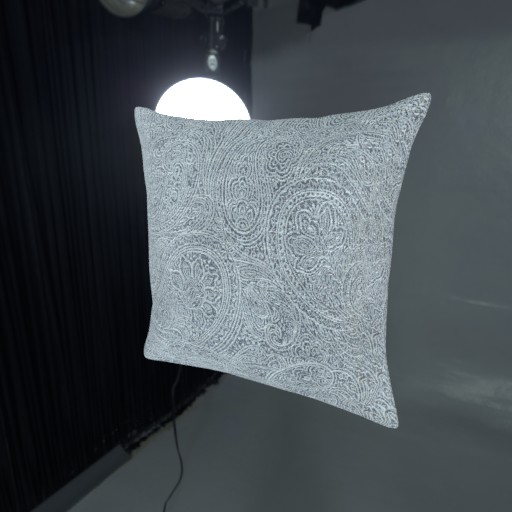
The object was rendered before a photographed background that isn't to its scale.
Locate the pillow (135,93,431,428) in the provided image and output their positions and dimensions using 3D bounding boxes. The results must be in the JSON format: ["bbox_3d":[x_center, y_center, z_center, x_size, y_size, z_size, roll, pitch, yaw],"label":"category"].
[{"bbox_3d":[0.000,0.000,0.768,0.523,0.510,0.166,7,16,26],"label":"pillow"}]
